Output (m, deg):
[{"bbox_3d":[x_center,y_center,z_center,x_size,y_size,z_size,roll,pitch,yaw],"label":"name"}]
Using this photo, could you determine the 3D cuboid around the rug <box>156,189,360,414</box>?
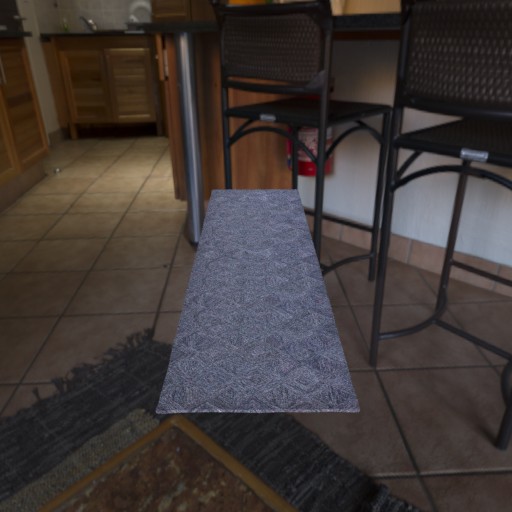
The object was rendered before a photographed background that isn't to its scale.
[{"bbox_3d":[0.000,0.000,2.508,0.691,0.011,2.296,0,27,0],"label":"rug"}]
